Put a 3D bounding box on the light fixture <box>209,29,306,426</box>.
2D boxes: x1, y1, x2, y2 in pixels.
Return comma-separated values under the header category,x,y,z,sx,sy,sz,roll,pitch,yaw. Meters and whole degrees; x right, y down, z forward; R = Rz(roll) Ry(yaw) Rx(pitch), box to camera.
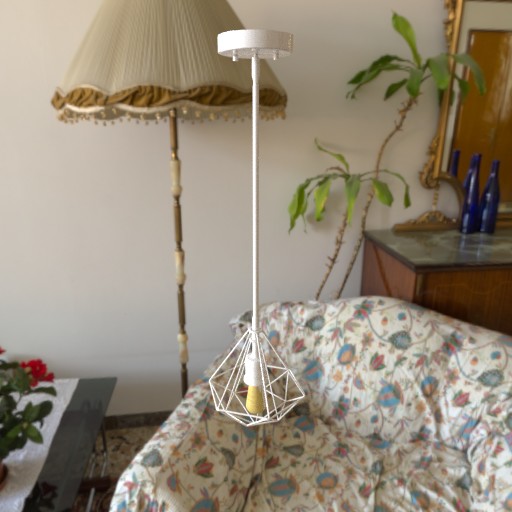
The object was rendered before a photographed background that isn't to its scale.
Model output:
category,x,y,z,sx,sy,sz,roll,pitch,yaw
light fixture,0.000,0.000,1.966,0.487,1.764,0.431,-16,23,-41
